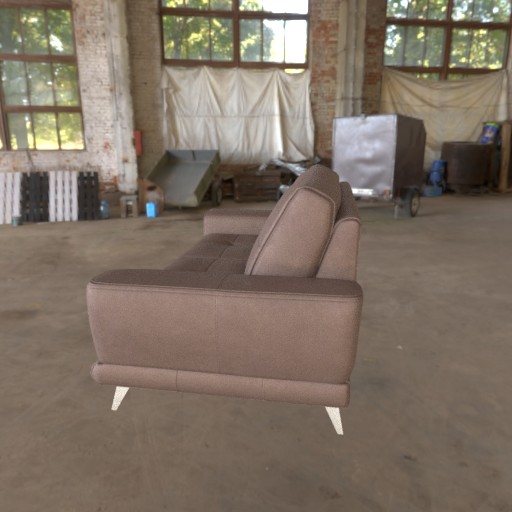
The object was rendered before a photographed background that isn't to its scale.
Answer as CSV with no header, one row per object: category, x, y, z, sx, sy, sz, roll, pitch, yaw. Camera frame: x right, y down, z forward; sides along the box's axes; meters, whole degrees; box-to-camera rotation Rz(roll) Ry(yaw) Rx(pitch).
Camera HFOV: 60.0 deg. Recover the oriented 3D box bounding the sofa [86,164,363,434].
sofa,0.000,0.000,2.391,1.018,0.907,1.806,3,15,9
